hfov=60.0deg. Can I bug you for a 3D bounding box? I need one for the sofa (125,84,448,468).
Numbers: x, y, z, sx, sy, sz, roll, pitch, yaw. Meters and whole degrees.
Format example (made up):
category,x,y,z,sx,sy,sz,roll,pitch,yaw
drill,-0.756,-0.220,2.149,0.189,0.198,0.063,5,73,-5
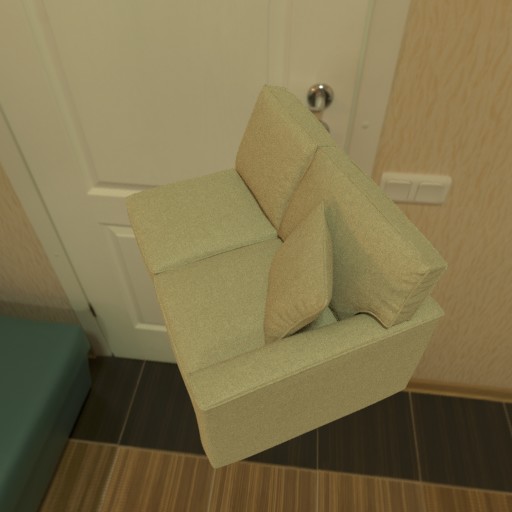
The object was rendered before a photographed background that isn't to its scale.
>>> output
category,x,y,z,sx,sy,sz,roll,pitch,yaw
sofa,0.000,0.000,2.077,0.991,0.989,1.388,-17,49,-15
